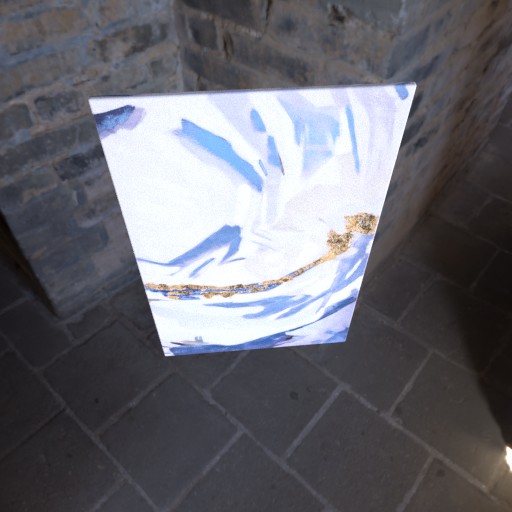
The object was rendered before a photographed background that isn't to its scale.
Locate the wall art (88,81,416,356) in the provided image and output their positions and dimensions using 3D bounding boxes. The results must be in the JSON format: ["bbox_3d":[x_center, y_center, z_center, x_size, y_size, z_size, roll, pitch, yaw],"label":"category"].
[{"bbox_3d":[0.000,0.000,1.159,0.610,0.914,0.016,-4,48,-4],"label":"wall art"}]
